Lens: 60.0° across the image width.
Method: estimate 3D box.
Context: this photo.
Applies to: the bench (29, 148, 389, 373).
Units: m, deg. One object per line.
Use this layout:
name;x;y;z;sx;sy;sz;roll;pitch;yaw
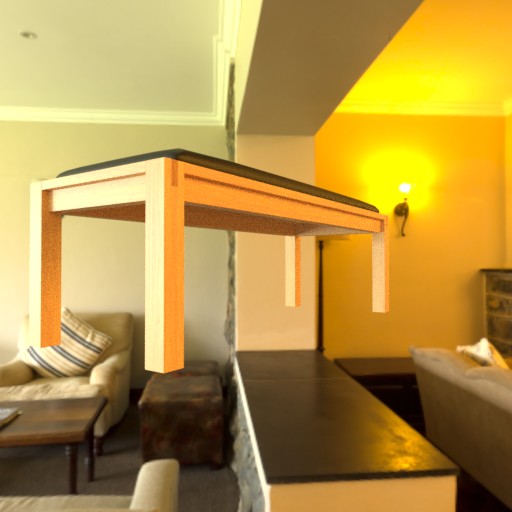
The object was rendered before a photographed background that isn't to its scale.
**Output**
bench;0.000;0.000;1.400;0.450;0.430;1.202;-1;-1;35
